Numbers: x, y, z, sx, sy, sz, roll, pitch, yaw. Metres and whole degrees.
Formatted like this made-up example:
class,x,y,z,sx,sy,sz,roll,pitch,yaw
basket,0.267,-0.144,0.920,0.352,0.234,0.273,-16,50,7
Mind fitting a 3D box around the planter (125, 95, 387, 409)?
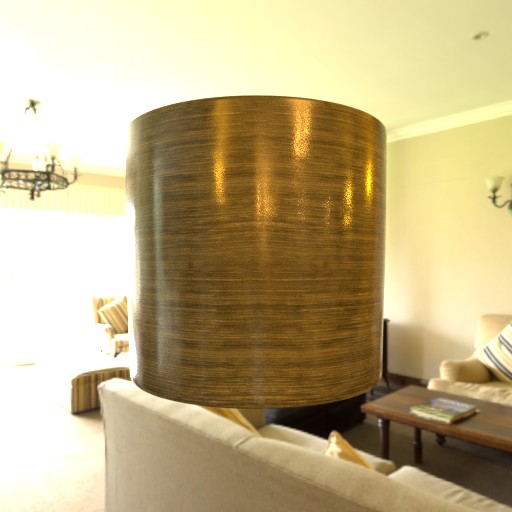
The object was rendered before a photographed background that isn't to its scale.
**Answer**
class,x,y,z,sx,sy,sz,roll,pitch,yaw
planter,0.000,0.000,0.390,0.221,0.201,0.221,0,-1,0
